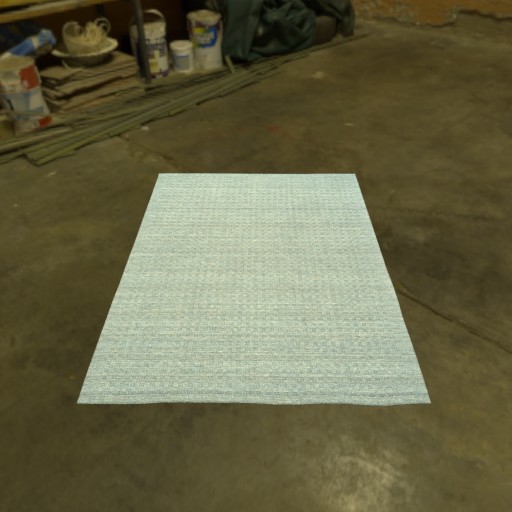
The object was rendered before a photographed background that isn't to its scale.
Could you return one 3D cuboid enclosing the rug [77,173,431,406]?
[{"bbox_3d":[0.000,0.000,4.265,2.443,0.007,3.200,0,40,0],"label":"rug"}]
